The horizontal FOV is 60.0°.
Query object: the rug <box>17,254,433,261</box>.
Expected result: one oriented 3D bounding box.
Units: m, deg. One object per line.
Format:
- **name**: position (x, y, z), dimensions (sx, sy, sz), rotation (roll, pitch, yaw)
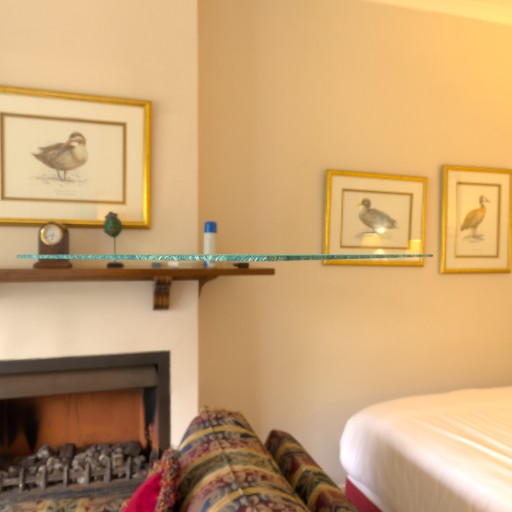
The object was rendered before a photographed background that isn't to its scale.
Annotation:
- **rug**: position (0.000, 0.000, 4.151), dimensions (2.405, 0.027, 3.217), rotation (0, 0, 35)
